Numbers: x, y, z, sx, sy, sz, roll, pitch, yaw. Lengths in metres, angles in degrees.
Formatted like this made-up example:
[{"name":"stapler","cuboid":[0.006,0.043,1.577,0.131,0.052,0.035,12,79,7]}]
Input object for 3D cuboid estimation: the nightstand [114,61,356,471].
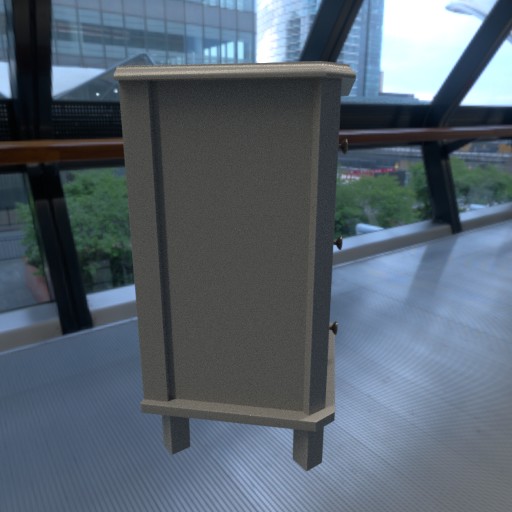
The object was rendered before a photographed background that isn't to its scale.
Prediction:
[{"name":"nightstand","cuboid":[0.000,0.000,0.912,0.348,0.680,0.435,3,16,9]}]
